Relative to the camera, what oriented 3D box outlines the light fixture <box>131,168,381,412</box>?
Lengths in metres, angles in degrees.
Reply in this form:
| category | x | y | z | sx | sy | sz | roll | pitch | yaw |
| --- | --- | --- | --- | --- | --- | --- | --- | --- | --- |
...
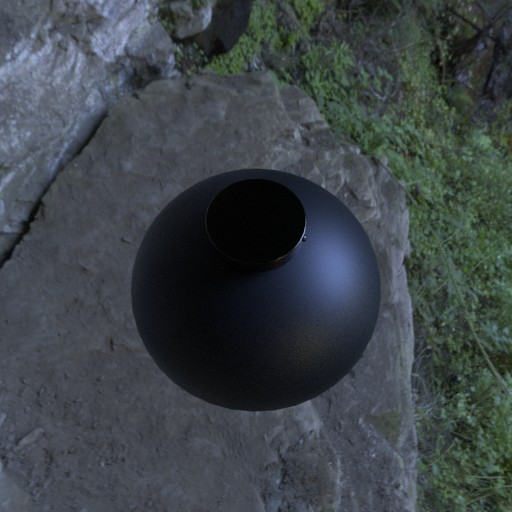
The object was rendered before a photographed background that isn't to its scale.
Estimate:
| category | x | y | z | sx | sy | sz | roll | pitch | yaw |
| --- | --- | --- | --- | --- | --- | --- | --- | --- | --- |
| light fixture | 0.000 | 0.000 | 0.569 | 0.355 | 0.177 | 0.355 | 0 | 62 | 0 |
